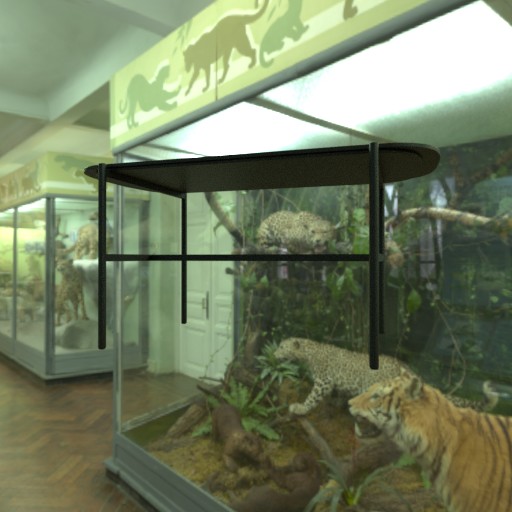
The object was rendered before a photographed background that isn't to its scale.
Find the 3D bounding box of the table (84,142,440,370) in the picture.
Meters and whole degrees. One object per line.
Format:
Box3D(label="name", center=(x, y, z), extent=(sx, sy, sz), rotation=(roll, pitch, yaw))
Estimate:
Box3D(label="table", center=(0.000, 0.000, 1.047), extent=(0.800, 0.400, 0.400), rotation=(0, 0, 18))
